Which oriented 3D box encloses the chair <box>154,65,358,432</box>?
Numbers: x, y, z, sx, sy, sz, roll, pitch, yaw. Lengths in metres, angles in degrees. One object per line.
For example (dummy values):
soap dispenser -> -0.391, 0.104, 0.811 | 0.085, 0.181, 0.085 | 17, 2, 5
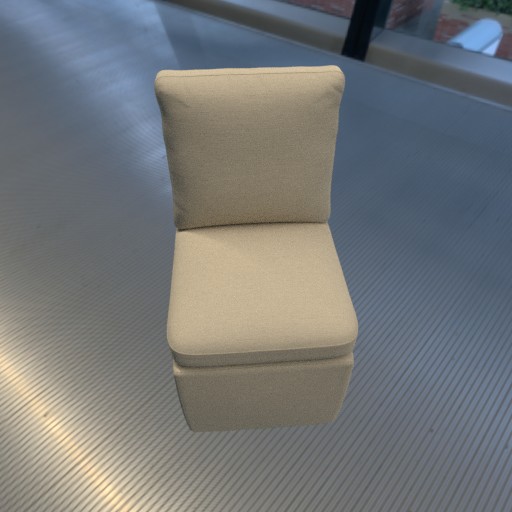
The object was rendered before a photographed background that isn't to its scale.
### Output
chair -> 0.000, 0.000, 1.318 | 0.503, 0.927, 0.698 | -3, 47, -3
